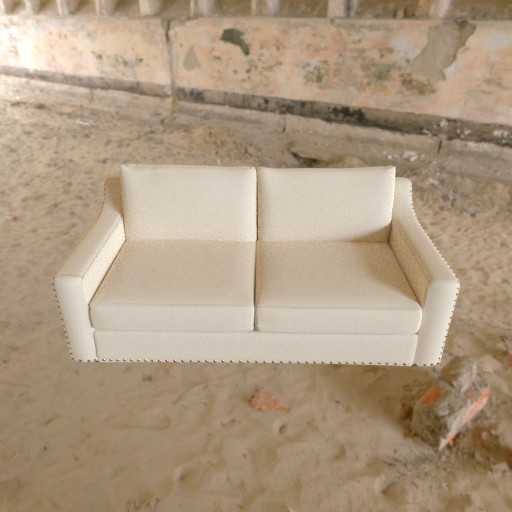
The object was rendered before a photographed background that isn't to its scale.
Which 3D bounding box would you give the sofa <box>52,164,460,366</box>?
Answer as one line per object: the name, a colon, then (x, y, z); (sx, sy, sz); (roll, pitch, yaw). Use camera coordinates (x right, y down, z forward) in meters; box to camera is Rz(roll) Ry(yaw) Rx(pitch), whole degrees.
sofa: (0.000, 0.000, 2.381); (1.812, 0.830, 0.949); (0, 30, 1)
